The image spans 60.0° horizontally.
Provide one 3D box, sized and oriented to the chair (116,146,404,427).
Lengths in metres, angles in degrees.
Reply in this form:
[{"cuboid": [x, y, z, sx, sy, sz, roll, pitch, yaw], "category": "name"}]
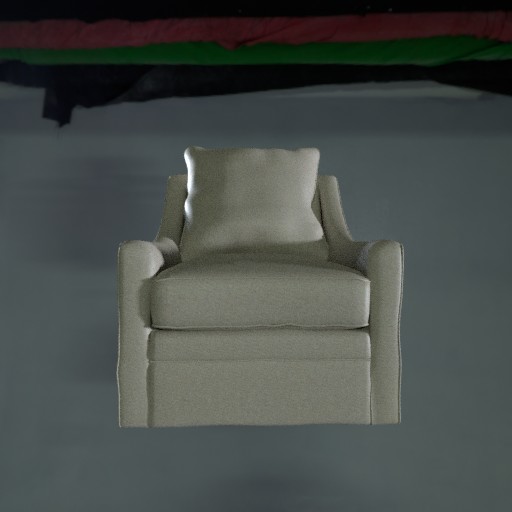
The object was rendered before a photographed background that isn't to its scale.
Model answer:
[{"cuboid": [0.000, 0.000, 1.589, 0.760, 0.942, 0.876, 0, 1, -2], "category": "chair"}]
